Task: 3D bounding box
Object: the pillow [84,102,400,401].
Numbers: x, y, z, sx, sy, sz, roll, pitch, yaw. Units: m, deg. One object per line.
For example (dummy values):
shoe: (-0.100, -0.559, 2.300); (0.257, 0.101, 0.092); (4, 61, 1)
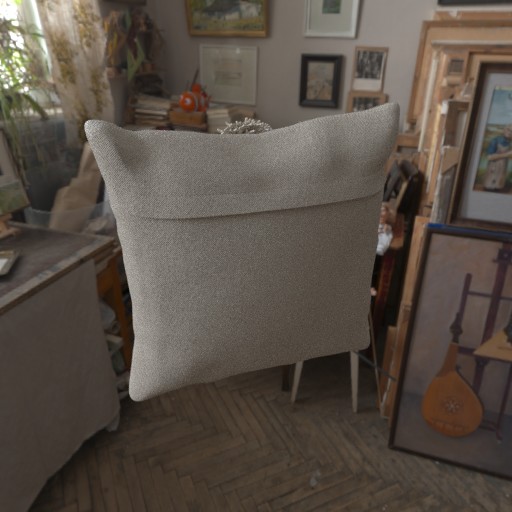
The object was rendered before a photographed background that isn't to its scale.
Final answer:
pillow: (0.000, 0.000, 0.765); (0.484, 0.490, 0.234); (-8, 28, -16)
